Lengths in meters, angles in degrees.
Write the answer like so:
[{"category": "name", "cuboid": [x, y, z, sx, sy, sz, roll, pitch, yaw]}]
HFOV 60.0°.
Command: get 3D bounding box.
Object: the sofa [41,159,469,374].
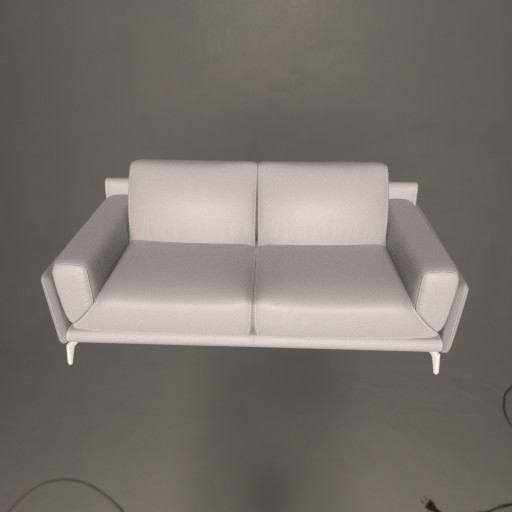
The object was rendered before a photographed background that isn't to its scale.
[{"category": "sofa", "cuboid": [0.000, 0.000, 2.587, 2.100, 0.900, 0.969, 1, 32, 2]}]
